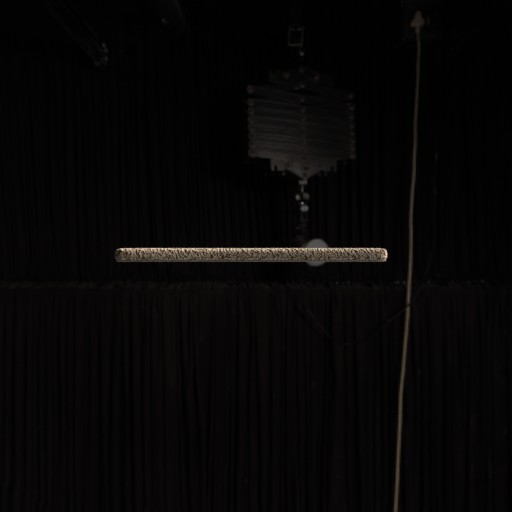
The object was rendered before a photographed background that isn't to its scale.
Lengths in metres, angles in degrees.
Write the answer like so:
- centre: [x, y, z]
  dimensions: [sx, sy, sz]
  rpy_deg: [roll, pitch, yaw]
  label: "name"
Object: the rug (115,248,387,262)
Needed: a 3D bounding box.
- centre: [0.000, 0.000, 1.738]
  dimensions: [0.609, 0.030, 1.524]
  rpy_deg: [0, 0, 1]
  label: "rug"
